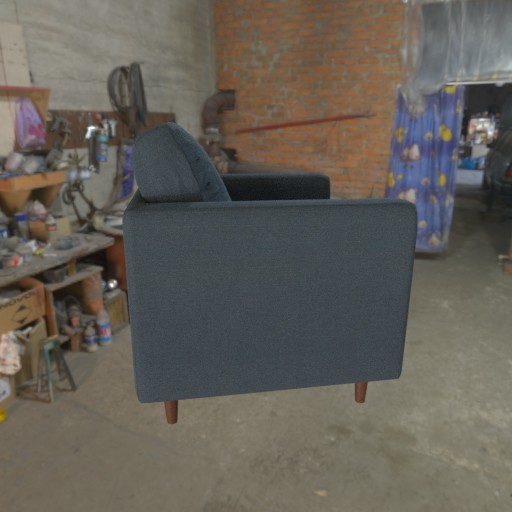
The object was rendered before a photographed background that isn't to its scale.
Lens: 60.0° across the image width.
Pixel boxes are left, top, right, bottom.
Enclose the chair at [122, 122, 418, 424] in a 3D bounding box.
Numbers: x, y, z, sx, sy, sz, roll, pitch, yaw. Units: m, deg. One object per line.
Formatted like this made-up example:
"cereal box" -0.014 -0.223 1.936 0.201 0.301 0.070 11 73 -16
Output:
"chair" 0.000 0.000 1.595 0.820 0.922 0.855 -3 16 -10
